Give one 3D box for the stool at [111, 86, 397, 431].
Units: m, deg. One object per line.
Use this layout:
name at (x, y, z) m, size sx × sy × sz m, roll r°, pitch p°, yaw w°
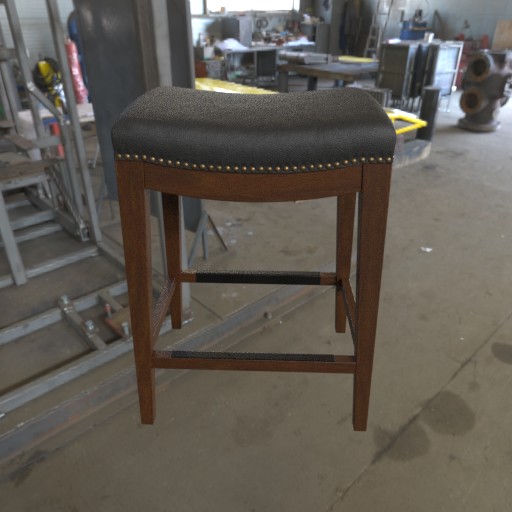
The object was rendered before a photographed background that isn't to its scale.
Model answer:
stool at (0.000, 0.000, 0.955) m, size 0.490 × 0.664 × 0.353 m, roll 1°, pitch 30°, yaw 2°
